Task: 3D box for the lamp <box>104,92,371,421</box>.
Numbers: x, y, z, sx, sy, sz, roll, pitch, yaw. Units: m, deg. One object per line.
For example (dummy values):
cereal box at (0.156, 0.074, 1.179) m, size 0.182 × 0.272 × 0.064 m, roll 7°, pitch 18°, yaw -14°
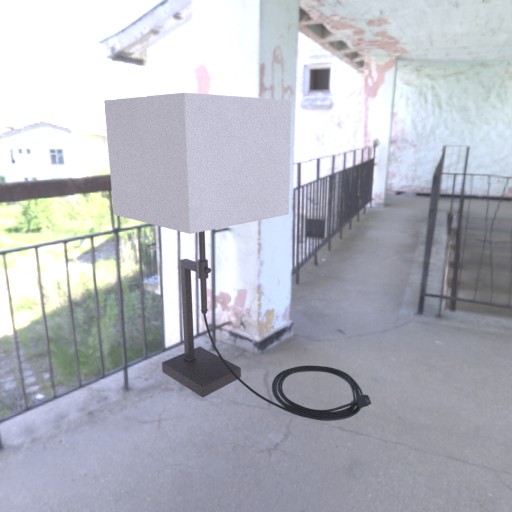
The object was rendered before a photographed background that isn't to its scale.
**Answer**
lamp at (0.000, 0.000, 0.987) m, size 0.504 × 0.660 × 0.399 m, roll 15°, pitch 22°, yaw 42°
